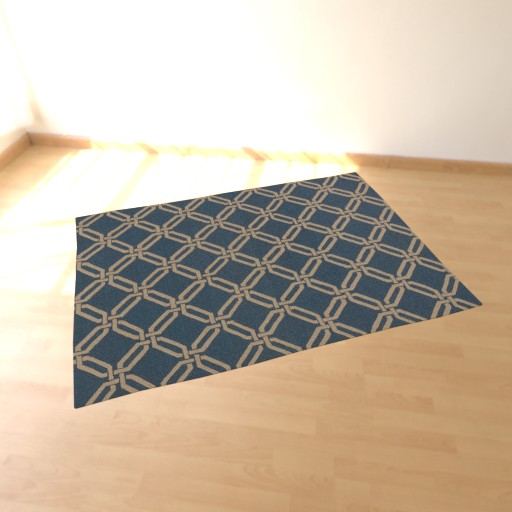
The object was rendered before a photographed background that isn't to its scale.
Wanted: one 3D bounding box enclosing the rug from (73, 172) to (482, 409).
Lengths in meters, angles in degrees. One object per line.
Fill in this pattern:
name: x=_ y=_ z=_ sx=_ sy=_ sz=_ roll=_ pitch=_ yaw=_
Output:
rug: x=0.000 y=0.000 z=2.715 sx=2.135 sy=0.013 sz=1.524 roll=-11 pitch=41 yaw=-13
